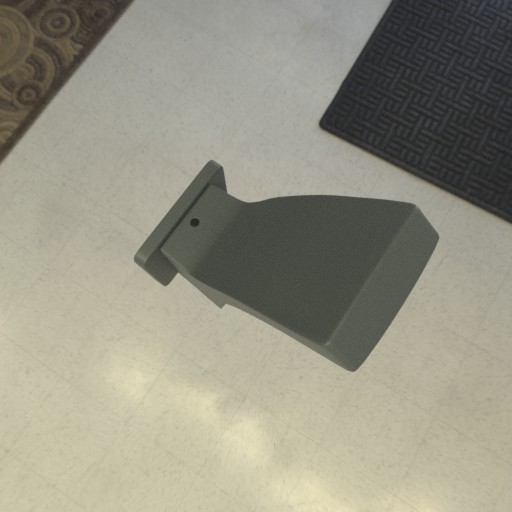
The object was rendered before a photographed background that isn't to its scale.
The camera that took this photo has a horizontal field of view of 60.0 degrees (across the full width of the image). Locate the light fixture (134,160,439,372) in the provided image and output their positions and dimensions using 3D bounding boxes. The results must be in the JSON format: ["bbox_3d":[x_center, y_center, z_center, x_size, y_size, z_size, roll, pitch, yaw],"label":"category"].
[{"bbox_3d":[0.000,0.000,0.327,0.174,0.243,0.108,34,79,8],"label":"light fixture"}]
